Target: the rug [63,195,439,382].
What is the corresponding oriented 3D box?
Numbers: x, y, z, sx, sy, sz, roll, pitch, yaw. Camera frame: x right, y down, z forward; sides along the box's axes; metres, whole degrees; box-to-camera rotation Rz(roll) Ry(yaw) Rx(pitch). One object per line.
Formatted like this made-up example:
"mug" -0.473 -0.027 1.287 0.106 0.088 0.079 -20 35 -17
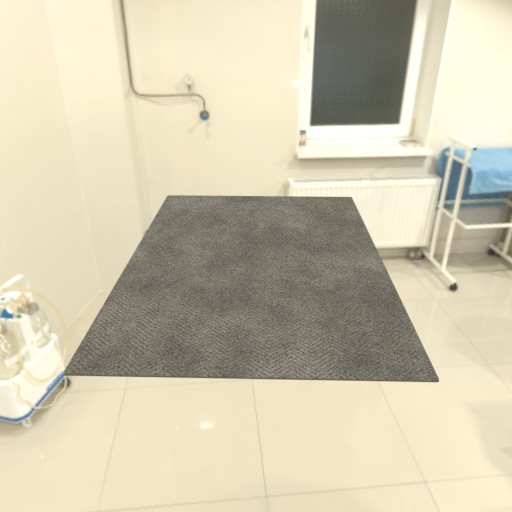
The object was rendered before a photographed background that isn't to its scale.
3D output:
"rug" 0.000 0.000 2.867 1.600 0.008 2.235 1 28 1
